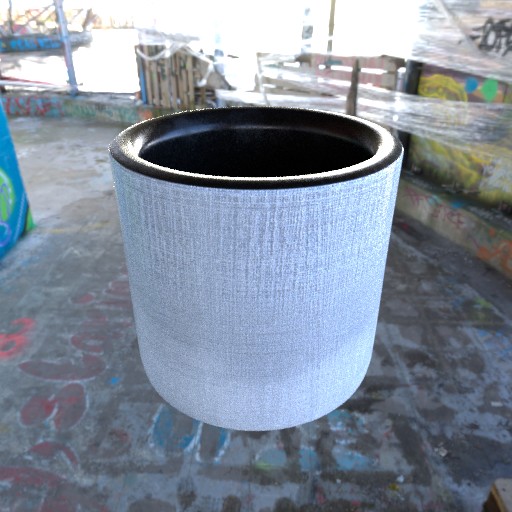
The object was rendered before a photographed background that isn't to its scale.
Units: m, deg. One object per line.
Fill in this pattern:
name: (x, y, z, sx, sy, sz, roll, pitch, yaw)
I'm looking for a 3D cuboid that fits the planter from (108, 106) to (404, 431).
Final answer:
planter: (0.000, 0.000, 0.283, 0.160, 0.156, 0.160, 0, 30, 0)
